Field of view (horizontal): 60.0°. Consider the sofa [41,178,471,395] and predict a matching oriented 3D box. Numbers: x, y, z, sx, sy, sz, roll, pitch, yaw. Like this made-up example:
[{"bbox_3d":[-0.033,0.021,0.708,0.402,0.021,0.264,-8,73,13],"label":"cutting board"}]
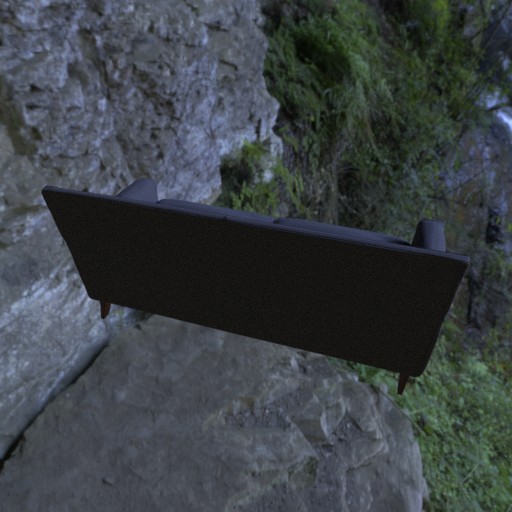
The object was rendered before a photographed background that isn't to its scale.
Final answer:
[{"bbox_3d":[0.000,0.000,2.509,2.002,0.907,0.843,11,35,16],"label":"sofa"}]
